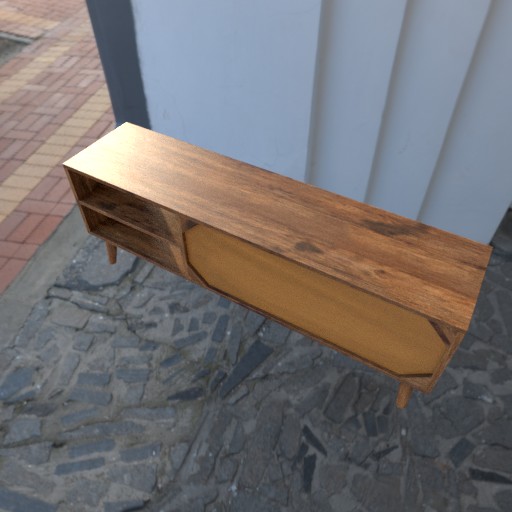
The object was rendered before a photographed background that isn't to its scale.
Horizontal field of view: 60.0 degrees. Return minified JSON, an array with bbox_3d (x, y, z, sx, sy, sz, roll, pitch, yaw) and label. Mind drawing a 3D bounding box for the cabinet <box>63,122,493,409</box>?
[{"bbox_3d":[0.000,0.000,1.672,1.448,0.528,0.349,23,50,21],"label":"cabinet"}]
